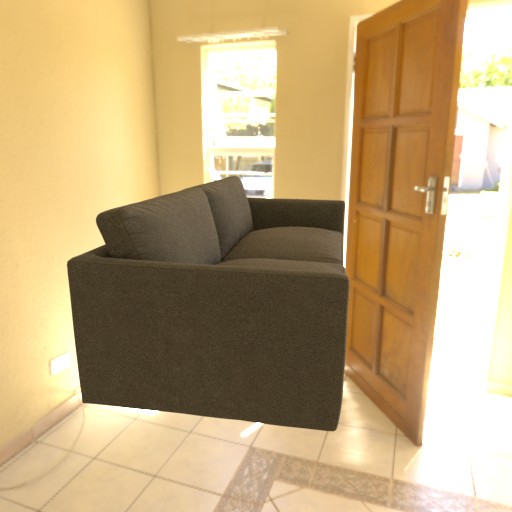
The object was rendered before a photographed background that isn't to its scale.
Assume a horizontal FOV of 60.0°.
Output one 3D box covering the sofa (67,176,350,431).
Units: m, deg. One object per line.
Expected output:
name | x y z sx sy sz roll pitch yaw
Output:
sofa | 0.000 0.000 2.727 1.092 0.838 2.257 3 14 10
